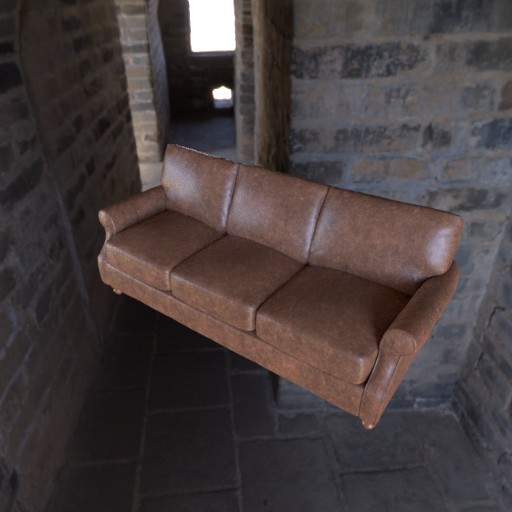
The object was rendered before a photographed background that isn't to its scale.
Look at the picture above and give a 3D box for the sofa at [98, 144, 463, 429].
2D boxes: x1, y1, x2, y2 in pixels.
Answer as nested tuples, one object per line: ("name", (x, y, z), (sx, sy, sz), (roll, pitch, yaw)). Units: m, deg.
("sofa", (0.000, 0.000, 2.888), (2.351, 0.977, 0.973), (21, 36, 31))
